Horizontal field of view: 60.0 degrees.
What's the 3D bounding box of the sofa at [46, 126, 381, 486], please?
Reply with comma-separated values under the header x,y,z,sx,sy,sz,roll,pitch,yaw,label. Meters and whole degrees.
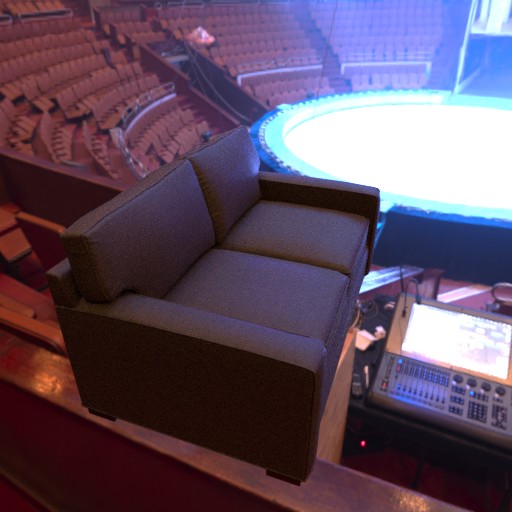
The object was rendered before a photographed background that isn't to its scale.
x,y,z,sx,sy,sz,roll,pitch,yaw,label
0.000,0.000,2.097,0.974,0.887,1.534,11,32,18,sofa
